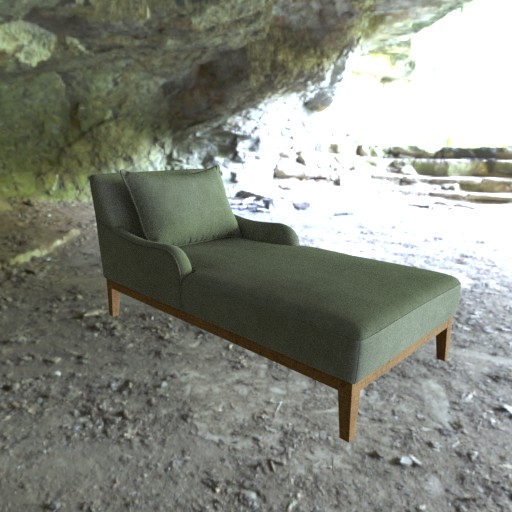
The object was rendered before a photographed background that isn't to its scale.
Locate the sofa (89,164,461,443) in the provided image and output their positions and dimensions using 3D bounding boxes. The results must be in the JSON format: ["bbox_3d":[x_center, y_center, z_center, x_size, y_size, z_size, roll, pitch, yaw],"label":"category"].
[{"bbox_3d":[0.000,0.000,2.291,1.779,0.859,0.894,14,20,43],"label":"sofa"}]
